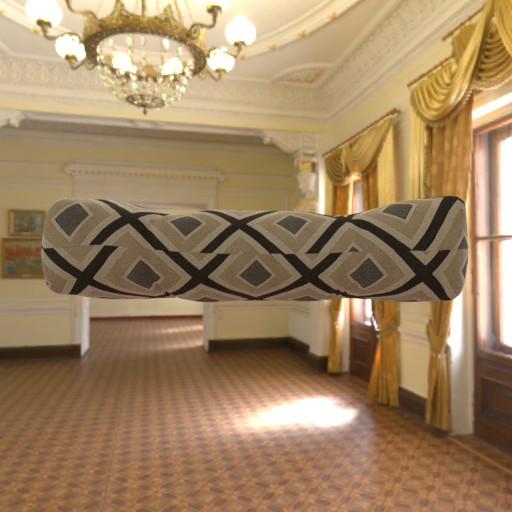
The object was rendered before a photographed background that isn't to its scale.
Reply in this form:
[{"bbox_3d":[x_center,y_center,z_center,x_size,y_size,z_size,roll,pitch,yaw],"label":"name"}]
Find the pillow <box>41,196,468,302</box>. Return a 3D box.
[{"bbox_3d":[0.000,0.000,0.709,0.490,0.128,0.468,0,-2,-1],"label":"pillow"}]
